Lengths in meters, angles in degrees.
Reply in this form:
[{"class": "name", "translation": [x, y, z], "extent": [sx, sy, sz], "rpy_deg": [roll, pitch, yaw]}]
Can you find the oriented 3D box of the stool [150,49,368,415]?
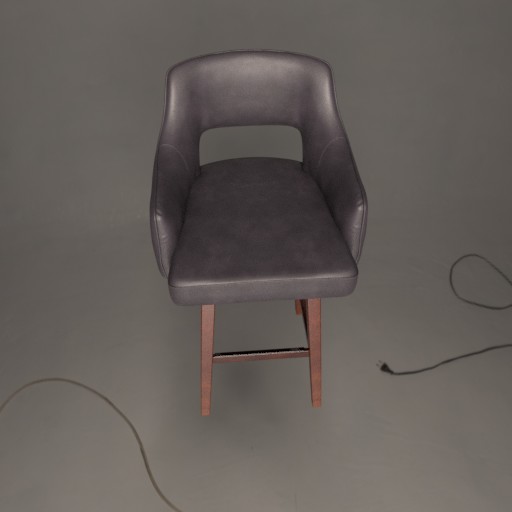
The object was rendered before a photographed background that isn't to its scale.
[{"class": "stool", "translation": [0.000, 0.000, 1.372], "extent": [0.550, 1.041, 0.560], "rpy_deg": [-3, 45, -3]}]
